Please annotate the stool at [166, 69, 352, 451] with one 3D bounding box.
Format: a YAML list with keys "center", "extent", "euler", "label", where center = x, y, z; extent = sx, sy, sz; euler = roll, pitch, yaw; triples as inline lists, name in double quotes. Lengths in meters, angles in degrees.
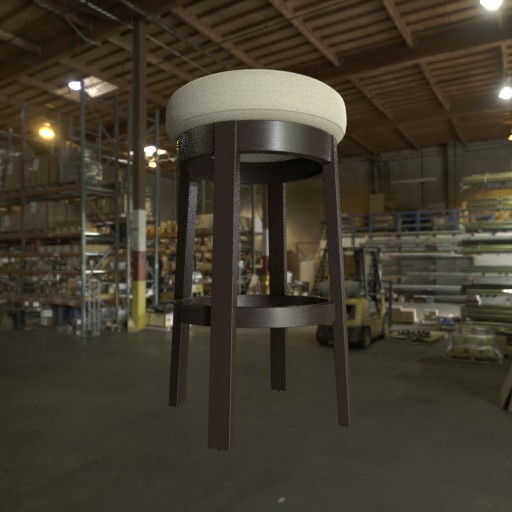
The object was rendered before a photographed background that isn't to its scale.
- center: [0.000, 0.000, 1.064]
  extent: [0.446, 0.758, 0.446]
  euler: [0, -1, 0]
  label: "stool"
